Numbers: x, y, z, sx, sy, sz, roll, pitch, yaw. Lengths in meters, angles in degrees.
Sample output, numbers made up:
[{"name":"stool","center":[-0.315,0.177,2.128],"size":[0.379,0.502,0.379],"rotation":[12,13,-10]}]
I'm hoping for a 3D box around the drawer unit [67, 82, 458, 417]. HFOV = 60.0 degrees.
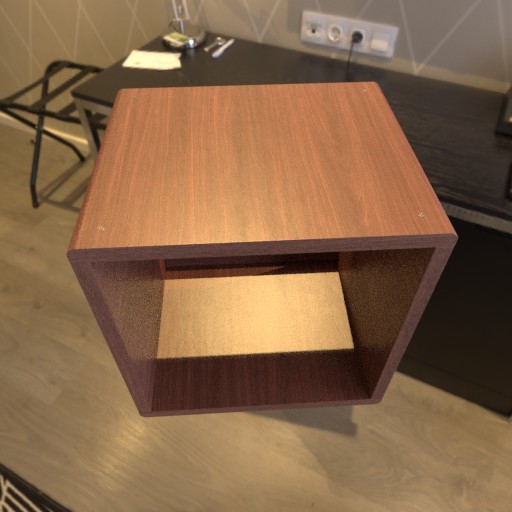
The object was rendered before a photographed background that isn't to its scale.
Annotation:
[{"name":"drawer unit","center":[0.000,0.000,0.616],"size":[0.349,0.351,0.290],"rotation":[-3,47,-2]}]
